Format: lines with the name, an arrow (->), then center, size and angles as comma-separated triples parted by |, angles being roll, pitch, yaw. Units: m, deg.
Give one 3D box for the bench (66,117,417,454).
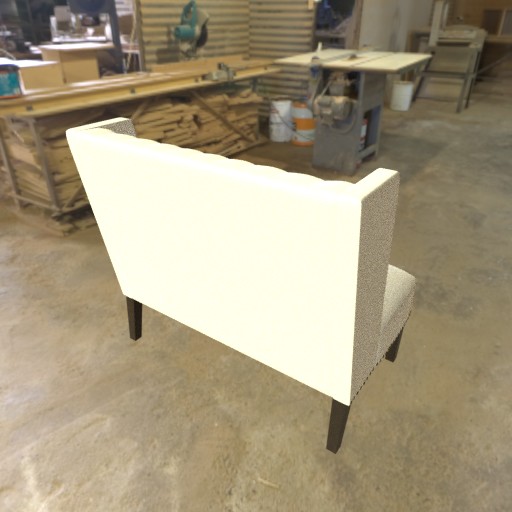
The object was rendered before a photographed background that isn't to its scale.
bench -> 0.000, 0.000, 2.004 | 1.280, 1.123, 0.847 | 19, 35, 30
